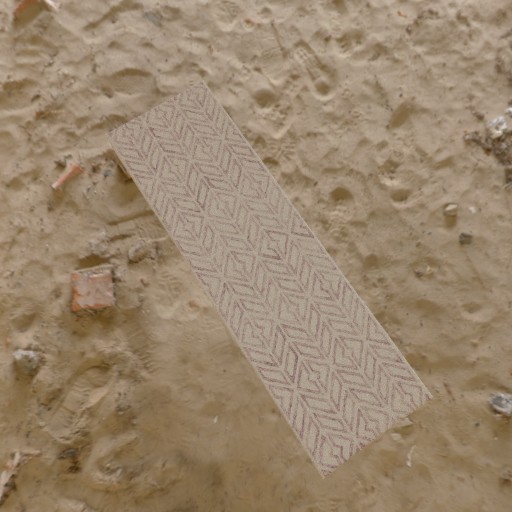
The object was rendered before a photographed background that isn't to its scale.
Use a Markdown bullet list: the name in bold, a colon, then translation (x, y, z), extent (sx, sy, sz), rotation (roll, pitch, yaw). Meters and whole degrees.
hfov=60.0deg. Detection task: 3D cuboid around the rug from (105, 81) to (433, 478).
- **rug**: translation (0.000, 0.000, 2.665), extent (0.750, 0.009, 2.435), rotation (-32, 77, -8)
